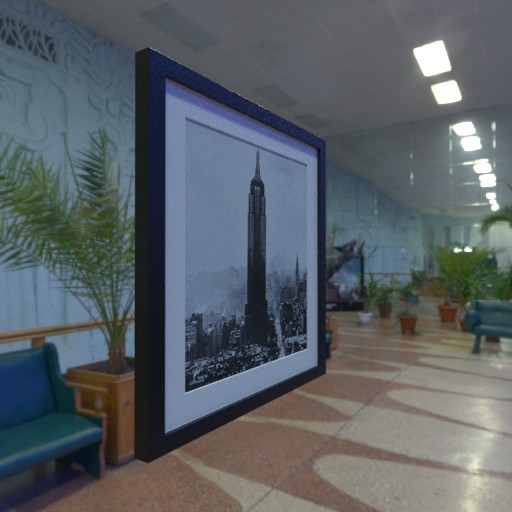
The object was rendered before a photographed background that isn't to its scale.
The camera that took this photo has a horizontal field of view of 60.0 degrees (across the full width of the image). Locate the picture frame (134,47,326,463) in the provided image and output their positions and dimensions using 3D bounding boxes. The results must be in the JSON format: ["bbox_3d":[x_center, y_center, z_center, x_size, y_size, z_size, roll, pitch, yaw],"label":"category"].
[{"bbox_3d":[0.000,0.000,0.833,0.029,0.557,0.559,0,-1,34],"label":"picture frame"}]
